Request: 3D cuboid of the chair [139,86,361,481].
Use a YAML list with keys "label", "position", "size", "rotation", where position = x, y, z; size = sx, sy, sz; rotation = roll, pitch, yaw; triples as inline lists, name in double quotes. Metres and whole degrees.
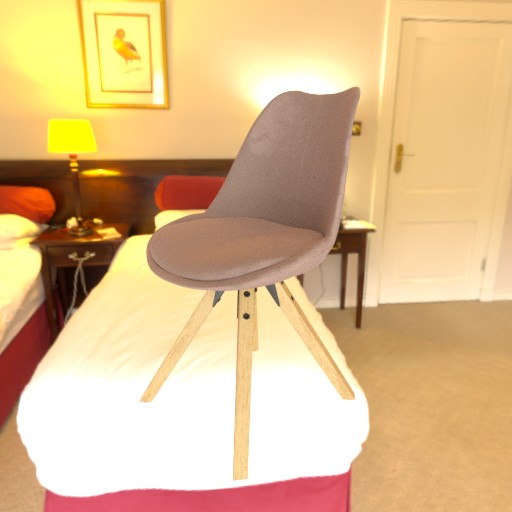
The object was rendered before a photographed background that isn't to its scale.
- label: "chair"
  position: [0.000, 0.000, 1.168]
  size: [0.550, 0.850, 0.485]
  rotation: [-16, 23, -42]
